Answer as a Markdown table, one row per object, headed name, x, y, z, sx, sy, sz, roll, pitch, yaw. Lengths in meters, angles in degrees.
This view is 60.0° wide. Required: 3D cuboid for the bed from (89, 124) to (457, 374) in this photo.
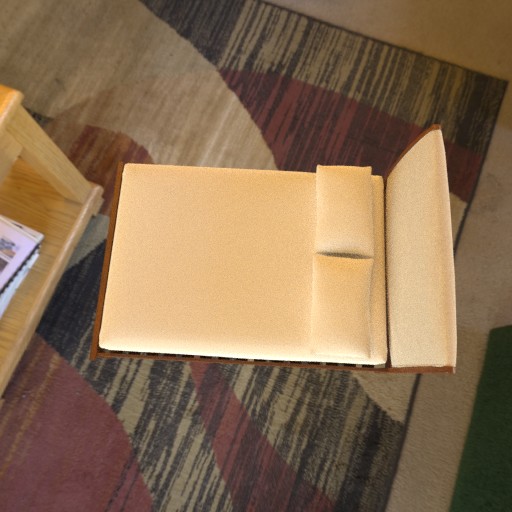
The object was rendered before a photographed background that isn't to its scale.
| name | x | y | z | sx | sy | sz | roll | pitch | yaw |
| --- | --- | --- | --- | --- | --- | --- | --- | --- | --- |
| bed | 0.000 | 0.000 | 3.269 | 2.380 | 1.250 | 1.612 | 3 | 75 | 1 |
